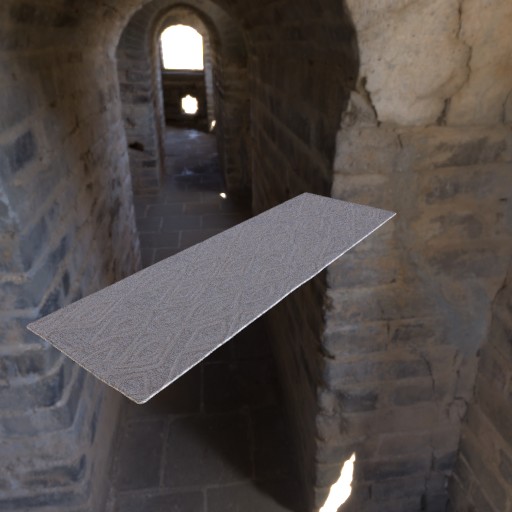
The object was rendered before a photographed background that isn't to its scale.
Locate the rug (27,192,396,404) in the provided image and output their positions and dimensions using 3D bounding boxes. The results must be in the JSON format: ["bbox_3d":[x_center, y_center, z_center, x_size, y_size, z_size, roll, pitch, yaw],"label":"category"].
[{"bbox_3d":[0.000,0.000,2.671,0.807,0.013,2.436,19,32,33],"label":"rug"}]
